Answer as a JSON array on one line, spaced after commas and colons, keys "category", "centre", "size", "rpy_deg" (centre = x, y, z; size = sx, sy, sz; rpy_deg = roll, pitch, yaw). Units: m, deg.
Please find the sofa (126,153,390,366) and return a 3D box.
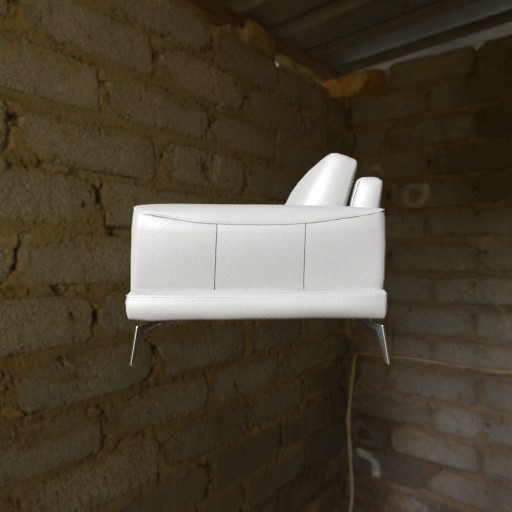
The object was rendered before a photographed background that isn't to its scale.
[{"category": "sofa", "centre": [0.000, 0.000, 2.837], "size": [1.121, 0.930, 2.177], "rpy_deg": [0, -1, -1]}]
